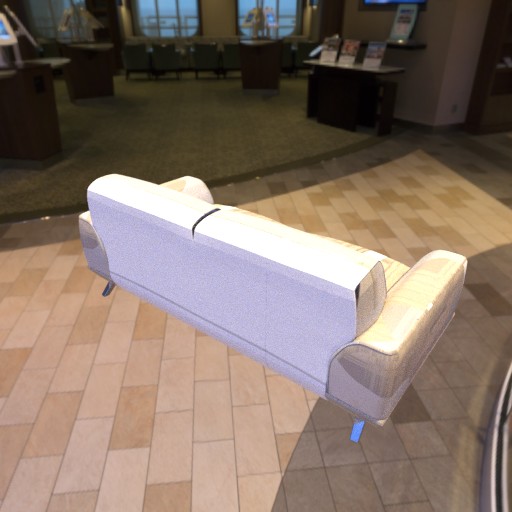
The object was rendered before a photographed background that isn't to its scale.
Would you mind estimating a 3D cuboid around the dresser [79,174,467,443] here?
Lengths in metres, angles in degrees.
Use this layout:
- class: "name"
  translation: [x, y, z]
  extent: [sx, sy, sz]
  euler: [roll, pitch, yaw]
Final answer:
- class: "dresser"
  translation: [0.000, 0.000, 5.806]
  extent: [4.679, 1.863, 2.251]
  euler: [21, 35, 33]
